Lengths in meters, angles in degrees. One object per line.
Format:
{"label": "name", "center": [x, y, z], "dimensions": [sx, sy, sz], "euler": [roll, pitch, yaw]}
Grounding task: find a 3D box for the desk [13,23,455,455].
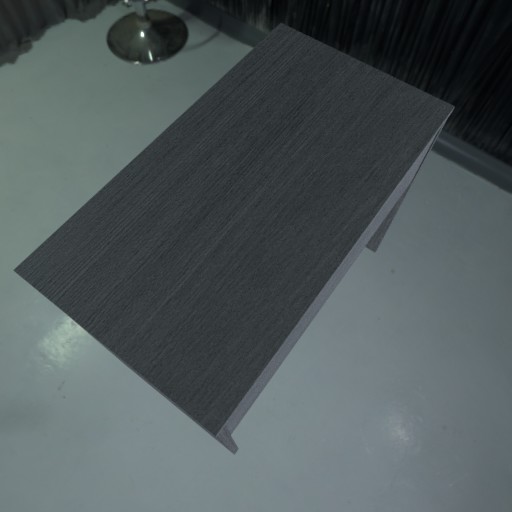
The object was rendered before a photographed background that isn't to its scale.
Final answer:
{"label": "desk", "center": [0.000, 0.000, 1.267], "dimensions": [0.498, 0.724, 0.893], "euler": [34, 68, 15]}
